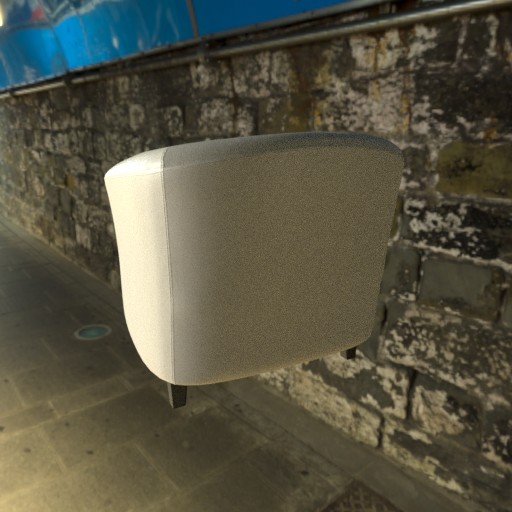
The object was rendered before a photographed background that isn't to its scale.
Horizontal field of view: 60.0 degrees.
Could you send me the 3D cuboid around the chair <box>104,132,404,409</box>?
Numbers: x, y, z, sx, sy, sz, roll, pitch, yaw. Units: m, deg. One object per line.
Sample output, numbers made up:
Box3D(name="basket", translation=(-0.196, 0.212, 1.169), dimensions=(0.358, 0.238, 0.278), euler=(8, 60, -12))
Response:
Box3D(name="chair", translation=(0.000, 0.000, 1.398), dimensions=(0.792, 0.756, 0.727), euler=(-8, 18, -26))
